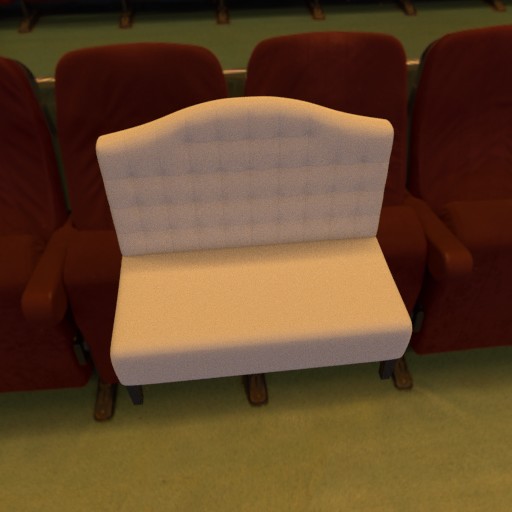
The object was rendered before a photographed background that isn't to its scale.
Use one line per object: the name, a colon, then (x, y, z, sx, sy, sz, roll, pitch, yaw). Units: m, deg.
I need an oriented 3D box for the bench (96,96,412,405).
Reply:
bench: (0.000, 0.000, 2.068, 1.335, 1.180, 0.815, -5, 47, -4)
